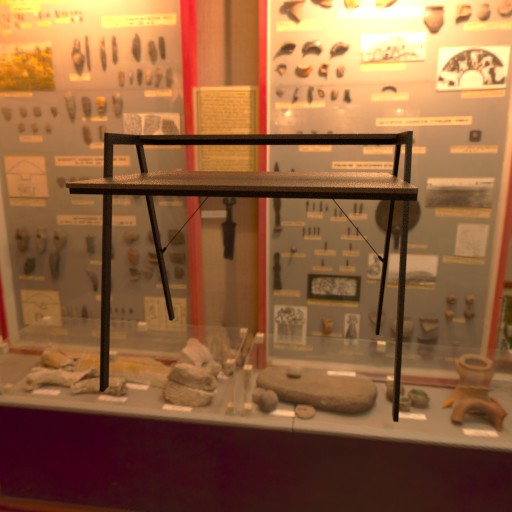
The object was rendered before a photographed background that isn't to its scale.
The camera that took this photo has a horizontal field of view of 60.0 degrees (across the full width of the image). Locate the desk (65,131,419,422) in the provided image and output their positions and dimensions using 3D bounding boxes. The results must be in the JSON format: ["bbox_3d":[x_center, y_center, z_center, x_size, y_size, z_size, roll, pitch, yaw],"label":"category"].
[{"bbox_3d":[0.000,0.000,1.867,1.143,0.998,0.936,2,14,10],"label":"desk"}]
